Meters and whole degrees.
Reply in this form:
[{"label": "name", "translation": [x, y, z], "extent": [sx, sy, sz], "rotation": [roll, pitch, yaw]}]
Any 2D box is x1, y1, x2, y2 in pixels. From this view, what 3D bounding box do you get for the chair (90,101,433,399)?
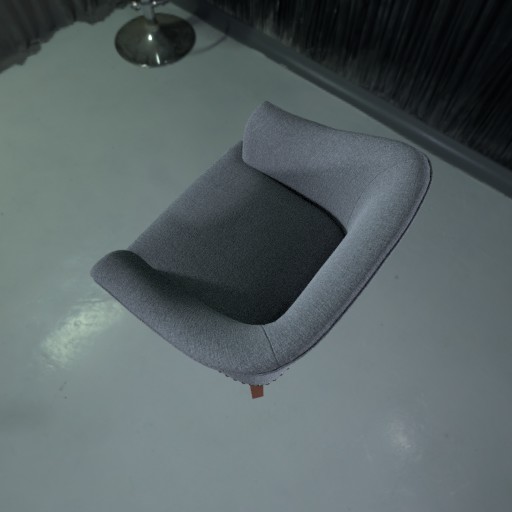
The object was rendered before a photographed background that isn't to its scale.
[{"label": "chair", "translation": [0.000, 0.000, 1.397], "extent": [0.704, 0.815, 0.798], "rotation": [34, 68, 16]}]
